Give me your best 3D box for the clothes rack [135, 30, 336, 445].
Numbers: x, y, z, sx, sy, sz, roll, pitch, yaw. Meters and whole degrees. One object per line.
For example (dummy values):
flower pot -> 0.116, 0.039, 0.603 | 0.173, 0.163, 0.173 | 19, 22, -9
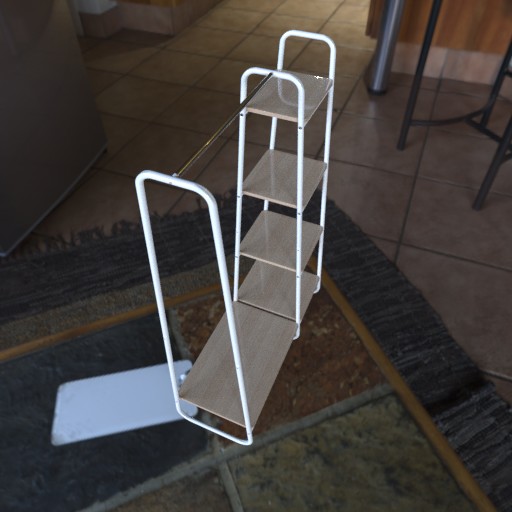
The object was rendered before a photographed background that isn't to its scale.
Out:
clothes rack -> 0.000, 0.000, 1.907 | 0.400, 1.500, 1.011 | 18, 49, 16
